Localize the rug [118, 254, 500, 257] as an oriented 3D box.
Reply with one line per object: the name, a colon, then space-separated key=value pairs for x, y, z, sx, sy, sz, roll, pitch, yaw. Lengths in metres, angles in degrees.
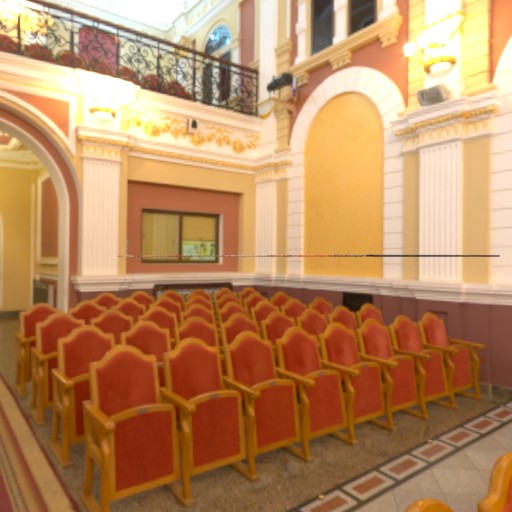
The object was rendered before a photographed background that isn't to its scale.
rug: x=0.000 y=0.000 z=2.568 sx=0.832 sy=0.008 sz=2.362 roll=0 pitch=0 yaw=-36
